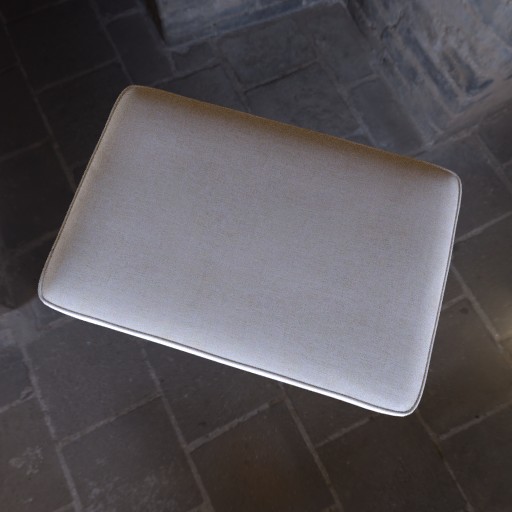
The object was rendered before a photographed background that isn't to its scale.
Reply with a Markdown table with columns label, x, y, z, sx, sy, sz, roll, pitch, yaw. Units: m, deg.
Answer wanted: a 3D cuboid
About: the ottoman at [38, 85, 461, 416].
| label | x | y | z | sx | sy | sz | roll | pitch | yaw |
| --- | --- | --- | --- | --- | --- | --- | --- | --- | --- |
| ottoman | 0.000 | 0.000 | 1.190 | 0.862 | 0.484 | 0.583 | 16 | 76 | 4 |
